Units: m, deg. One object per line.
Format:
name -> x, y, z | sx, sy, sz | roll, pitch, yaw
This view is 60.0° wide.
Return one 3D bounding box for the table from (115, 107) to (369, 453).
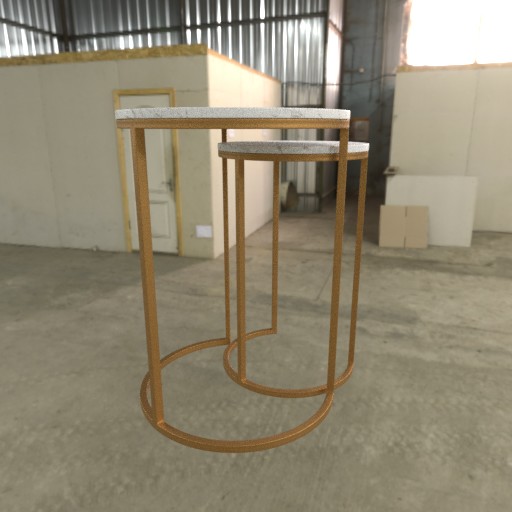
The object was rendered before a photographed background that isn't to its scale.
table -> 0.000, 0.000, 0.891 | 0.507, 0.550, 0.400 | -15, 22, -42
